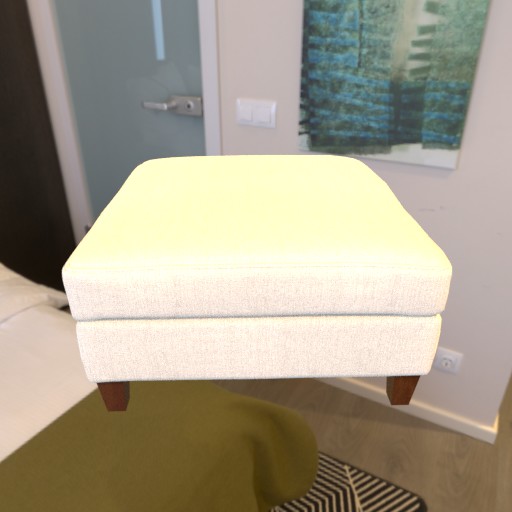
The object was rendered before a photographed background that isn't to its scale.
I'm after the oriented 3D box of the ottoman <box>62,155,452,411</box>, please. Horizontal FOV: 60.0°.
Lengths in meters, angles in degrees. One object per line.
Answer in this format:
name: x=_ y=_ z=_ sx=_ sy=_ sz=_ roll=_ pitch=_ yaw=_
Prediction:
ottoman: x=0.000 y=0.000 z=1.350 sx=0.838 sy=0.478 sz=0.838 roll=-1 pitch=27 yaw=-1
